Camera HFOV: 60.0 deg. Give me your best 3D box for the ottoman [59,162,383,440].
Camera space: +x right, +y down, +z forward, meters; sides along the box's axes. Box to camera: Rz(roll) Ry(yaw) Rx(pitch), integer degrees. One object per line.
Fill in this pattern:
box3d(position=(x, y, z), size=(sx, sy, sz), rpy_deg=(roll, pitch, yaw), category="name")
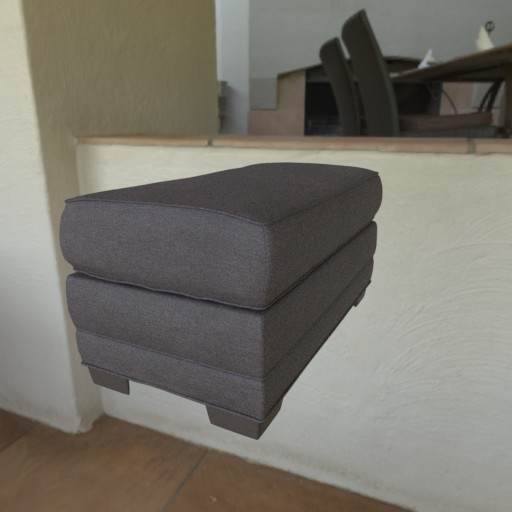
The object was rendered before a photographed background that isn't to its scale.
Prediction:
box3d(position=(0.000, 0.000, 1.186), size=(0.490, 0.448, 0.864), rpy_deg=(8, 19, 26), category="ottoman")
